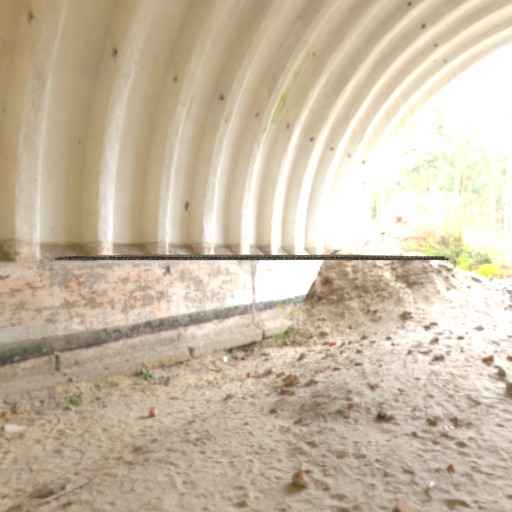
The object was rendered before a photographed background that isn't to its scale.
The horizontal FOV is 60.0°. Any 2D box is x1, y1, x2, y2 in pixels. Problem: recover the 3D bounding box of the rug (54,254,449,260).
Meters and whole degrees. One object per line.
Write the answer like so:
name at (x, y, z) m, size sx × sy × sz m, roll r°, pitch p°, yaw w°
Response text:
rug at (0.000, 0.000, 2.933) m, size 1.538 × 0.021 × 2.443 m, roll 0°, pitch 0°, yaw 1°
